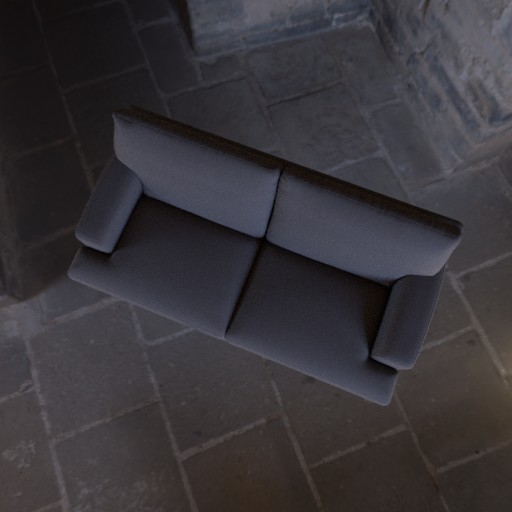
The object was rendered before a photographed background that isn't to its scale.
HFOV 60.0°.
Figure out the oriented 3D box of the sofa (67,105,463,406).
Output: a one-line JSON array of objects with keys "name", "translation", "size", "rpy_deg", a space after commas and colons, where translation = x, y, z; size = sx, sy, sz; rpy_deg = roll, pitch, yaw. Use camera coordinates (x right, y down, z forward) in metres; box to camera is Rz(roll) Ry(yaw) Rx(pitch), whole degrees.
[{"name": "sofa", "translation": [0.000, 0.000, 2.853], "size": [2.271, 0.950, 1.140], "rpy_deg": [21, 75, 6]}]
